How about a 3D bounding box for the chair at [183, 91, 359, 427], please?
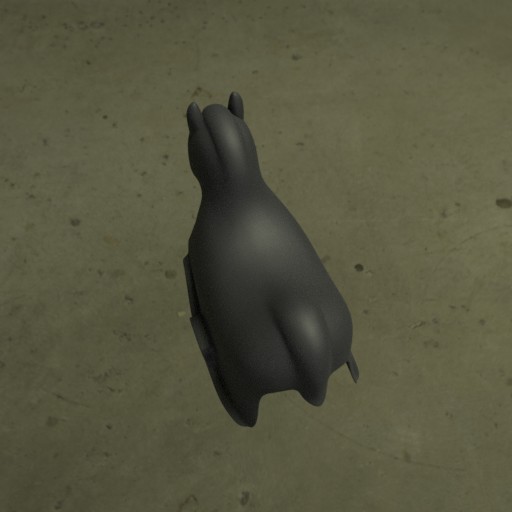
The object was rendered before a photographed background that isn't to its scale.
[{"bbox_3d":[0.000,0.000,1.170,0.429,0.612,0.800,-19,60,-11],"label":"chair"}]
